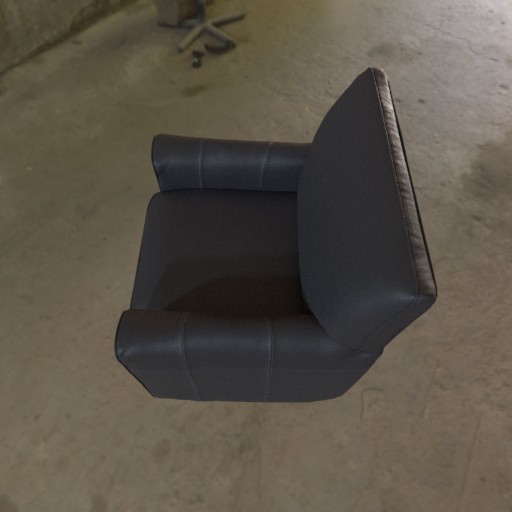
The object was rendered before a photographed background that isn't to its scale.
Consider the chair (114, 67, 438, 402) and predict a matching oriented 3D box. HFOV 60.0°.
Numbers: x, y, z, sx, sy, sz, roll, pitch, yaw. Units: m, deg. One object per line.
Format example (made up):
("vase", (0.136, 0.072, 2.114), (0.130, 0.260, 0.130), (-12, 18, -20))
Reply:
("chair", (0.000, 0.000, 1.556), (0.825, 0.943, 0.870), (1, 58, 0))
